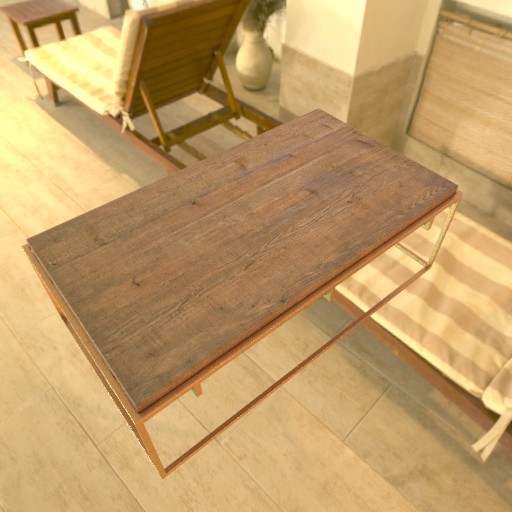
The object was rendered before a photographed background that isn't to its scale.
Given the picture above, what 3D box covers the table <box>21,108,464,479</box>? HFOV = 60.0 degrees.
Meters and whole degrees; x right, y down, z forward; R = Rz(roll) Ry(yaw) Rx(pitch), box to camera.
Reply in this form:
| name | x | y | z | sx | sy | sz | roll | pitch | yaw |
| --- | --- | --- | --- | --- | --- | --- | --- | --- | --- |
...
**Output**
| name | x | y | z | sx | sy | sz | roll | pitch | yaw |
| --- | --- | --- | --- | --- | --- | --- | --- | --- | --- |
| table | 0.000 | 0.000 | 1.716 | 1.387 | 0.468 | 0.775 | -31 | 54 | -26 |
